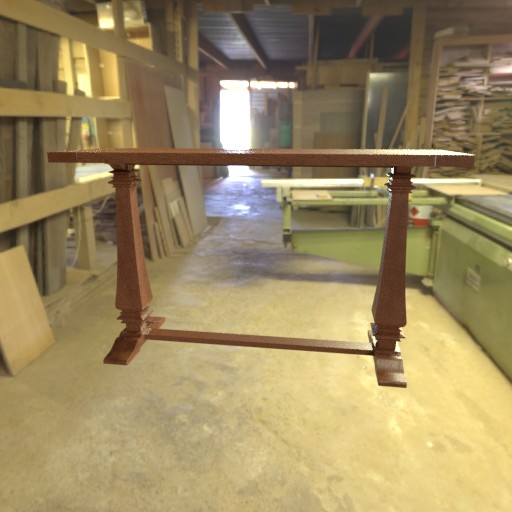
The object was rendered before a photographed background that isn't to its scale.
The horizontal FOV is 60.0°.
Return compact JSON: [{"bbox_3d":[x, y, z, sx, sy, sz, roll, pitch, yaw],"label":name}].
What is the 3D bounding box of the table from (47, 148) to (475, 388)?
[{"bbox_3d":[0.000,0.000,1.843,1.478,0.852,0.461,2,16,8],"label":"table"}]
